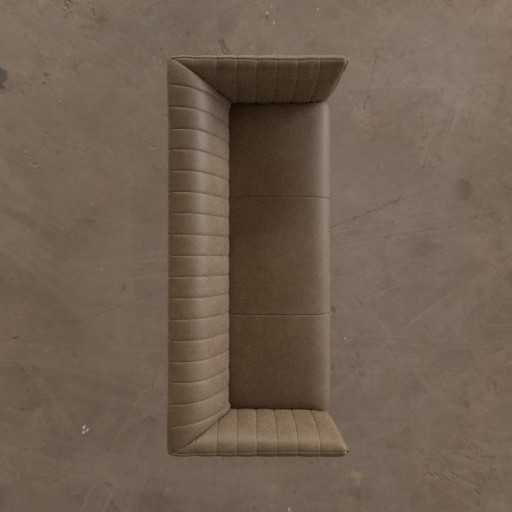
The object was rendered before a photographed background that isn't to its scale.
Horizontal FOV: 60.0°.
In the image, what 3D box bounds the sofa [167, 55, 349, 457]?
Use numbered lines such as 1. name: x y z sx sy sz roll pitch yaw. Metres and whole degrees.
1. sofa: 0.000 0.000 2.473 0.876 0.779 1.980 0 90 -1
